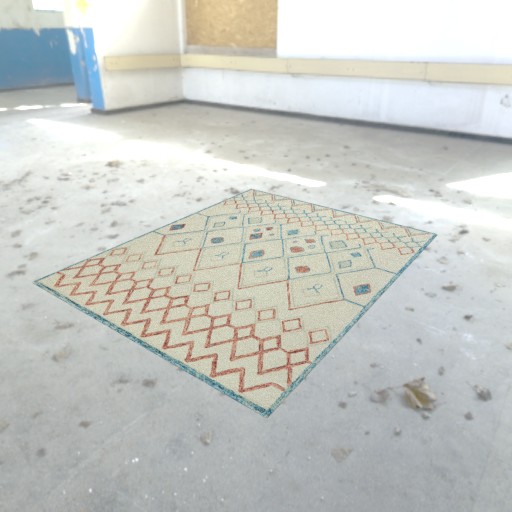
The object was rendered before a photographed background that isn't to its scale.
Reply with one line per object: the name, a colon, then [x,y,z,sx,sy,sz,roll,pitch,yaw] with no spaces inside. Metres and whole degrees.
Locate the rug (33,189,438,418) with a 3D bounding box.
rug: [0.000,0.000,4.174,2.441,0.016,3.050,19,33,32]
